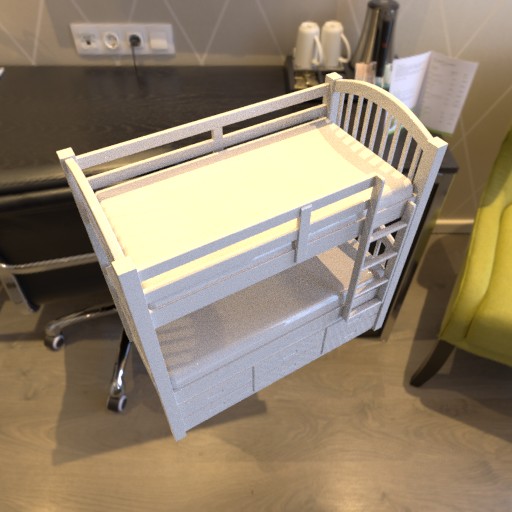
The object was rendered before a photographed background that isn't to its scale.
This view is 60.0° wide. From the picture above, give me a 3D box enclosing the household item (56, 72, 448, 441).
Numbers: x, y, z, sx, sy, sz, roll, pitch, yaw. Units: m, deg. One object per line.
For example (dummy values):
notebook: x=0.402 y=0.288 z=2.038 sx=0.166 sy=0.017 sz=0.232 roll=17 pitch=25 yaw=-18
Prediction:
household item: x=0.000 y=0.000 z=3.272 sx=2.032 sy=2.032 sz=1.143 roll=-23 pitch=51 yaw=-20
